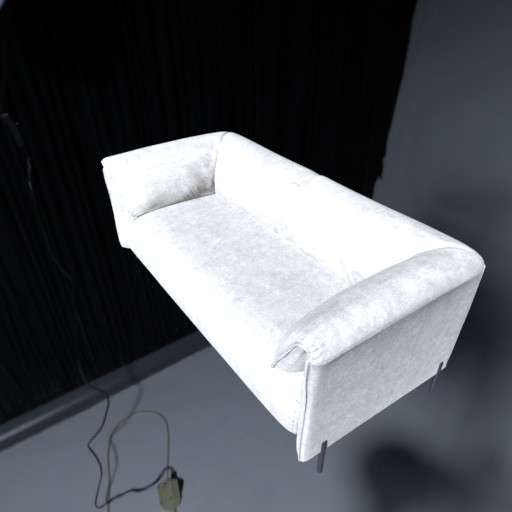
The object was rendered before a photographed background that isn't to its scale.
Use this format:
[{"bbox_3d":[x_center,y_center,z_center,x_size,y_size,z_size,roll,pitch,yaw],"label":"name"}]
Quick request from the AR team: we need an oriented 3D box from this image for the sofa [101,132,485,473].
[{"bbox_3d":[0.000,0.000,2.283,0.905,0.747,1.878,-21,38,-28],"label":"sofa"}]
